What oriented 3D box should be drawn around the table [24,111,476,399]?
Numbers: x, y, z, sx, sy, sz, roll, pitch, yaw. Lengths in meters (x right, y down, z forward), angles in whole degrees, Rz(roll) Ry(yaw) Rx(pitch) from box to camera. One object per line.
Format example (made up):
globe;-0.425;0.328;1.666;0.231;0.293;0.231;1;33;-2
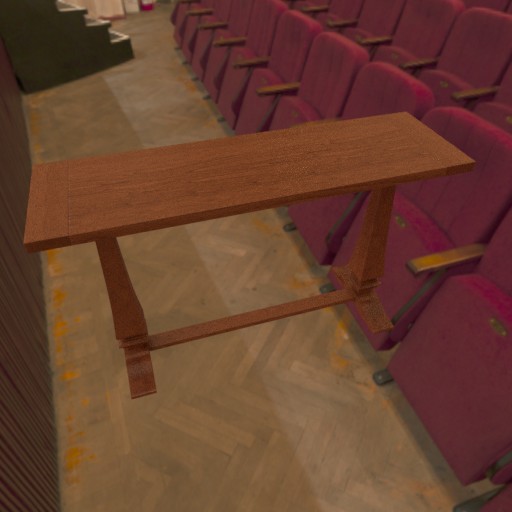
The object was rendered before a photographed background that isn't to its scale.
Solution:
table;0.000;0.000;1.821;1.478;0.852;0.461;-12;43;-13
